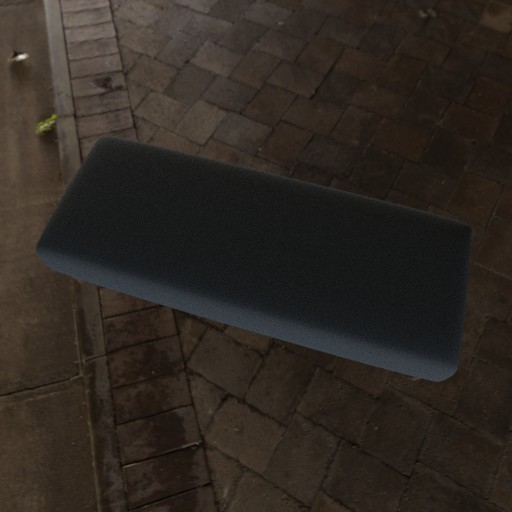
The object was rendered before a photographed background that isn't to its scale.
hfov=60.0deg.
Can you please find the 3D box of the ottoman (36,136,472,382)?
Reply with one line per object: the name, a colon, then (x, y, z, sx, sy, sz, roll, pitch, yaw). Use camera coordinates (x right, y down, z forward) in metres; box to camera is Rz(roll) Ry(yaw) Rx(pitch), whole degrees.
ottoman: (0.000, 0.000, 1.865, 1.609, 0.393, 0.646, 15, 65, 7)
